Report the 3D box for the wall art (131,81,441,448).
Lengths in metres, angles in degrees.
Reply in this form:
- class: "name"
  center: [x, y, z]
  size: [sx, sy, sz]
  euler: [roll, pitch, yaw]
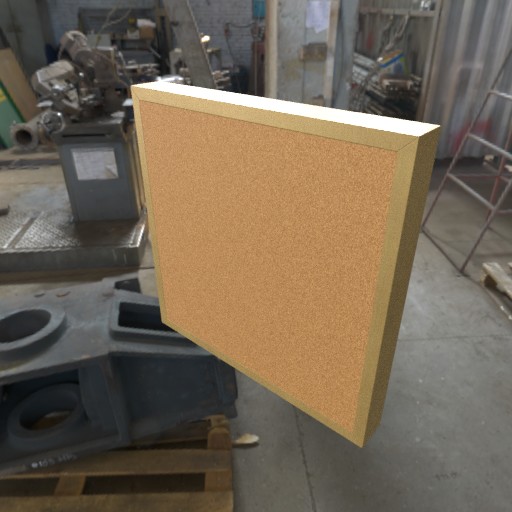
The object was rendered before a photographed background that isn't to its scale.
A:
- class: "wall art"
  center: [0.000, 0.000, 0.456]
  size: [0.305, 0.305, 0.038]
  euler: [23, 37, 34]
